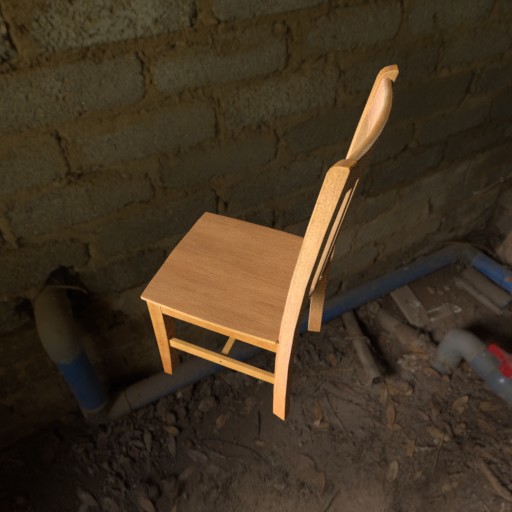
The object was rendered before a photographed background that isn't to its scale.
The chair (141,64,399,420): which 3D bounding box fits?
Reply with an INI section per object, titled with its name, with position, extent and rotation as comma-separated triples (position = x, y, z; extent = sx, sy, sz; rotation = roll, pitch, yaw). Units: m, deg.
[chair]
position = 0.000, 0.000, 1.274
extent = 0.556, 0.998, 0.450
rotation = 16, 47, 16
